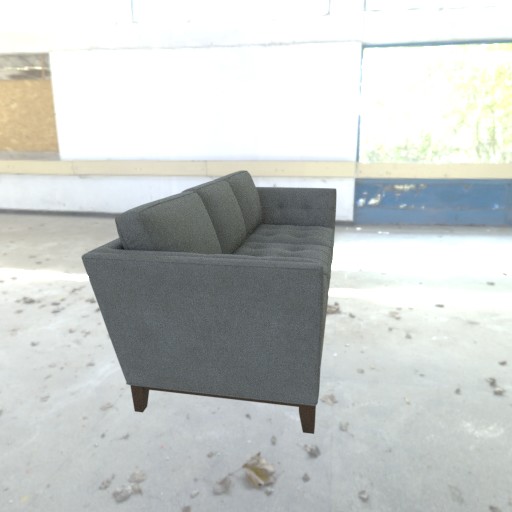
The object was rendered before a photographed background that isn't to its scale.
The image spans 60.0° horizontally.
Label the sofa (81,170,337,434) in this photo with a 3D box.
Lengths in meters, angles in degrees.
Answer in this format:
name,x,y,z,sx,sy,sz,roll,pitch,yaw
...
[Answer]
name,x,y,z,sx,sy,sz,roll,pitch,yaw
sofa,0.000,0.000,2.882,0.965,0.940,2.387,3,16,11
